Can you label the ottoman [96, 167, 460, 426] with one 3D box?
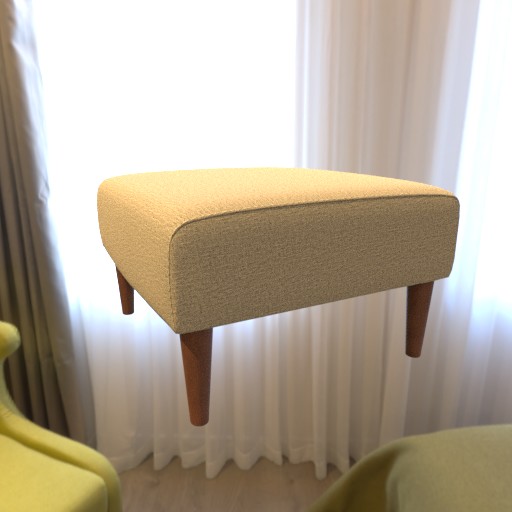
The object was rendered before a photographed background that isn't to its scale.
[{"bbox_3d":[0.000,0.000,1.075,0.649,0.398,0.650,-8,17,-27],"label":"ottoman"}]
